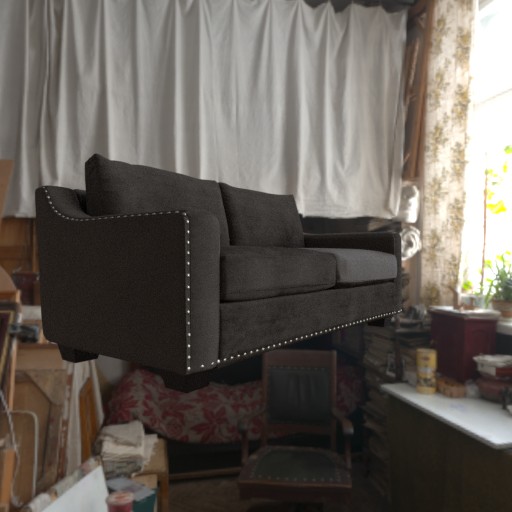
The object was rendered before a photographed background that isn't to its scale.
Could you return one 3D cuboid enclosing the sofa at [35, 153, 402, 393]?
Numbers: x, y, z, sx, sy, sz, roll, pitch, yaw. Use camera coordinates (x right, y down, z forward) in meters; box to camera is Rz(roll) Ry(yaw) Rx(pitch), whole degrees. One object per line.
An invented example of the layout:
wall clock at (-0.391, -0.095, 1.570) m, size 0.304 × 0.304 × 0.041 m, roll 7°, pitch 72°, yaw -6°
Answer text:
sofa at (0.000, 0.000, 3.208) m, size 1.336 × 1.196 × 2.550 m, roll 0°, pitch 0°, yaw 38°
